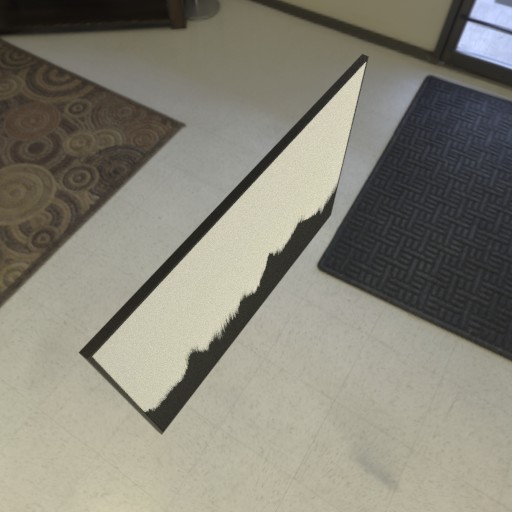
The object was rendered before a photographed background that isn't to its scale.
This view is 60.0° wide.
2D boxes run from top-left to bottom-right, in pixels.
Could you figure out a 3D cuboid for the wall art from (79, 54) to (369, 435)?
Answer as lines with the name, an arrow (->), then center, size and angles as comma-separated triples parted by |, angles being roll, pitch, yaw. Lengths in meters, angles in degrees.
wall art -> 0.000, 0.000, 1.193 | 0.019, 0.660, 0.957 | 31, 63, 18
